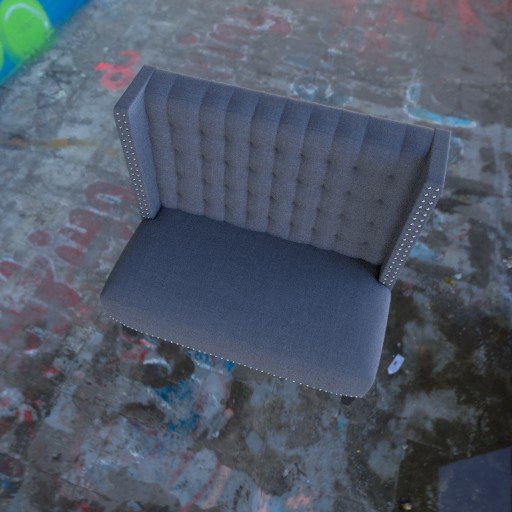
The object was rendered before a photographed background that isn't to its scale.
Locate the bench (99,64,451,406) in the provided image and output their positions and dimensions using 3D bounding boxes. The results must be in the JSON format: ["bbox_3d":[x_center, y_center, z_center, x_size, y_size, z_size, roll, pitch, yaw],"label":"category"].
[{"bbox_3d":[0.000,0.000,2.006,1.276,1.121,0.842,16,60,9],"label":"bench"}]
